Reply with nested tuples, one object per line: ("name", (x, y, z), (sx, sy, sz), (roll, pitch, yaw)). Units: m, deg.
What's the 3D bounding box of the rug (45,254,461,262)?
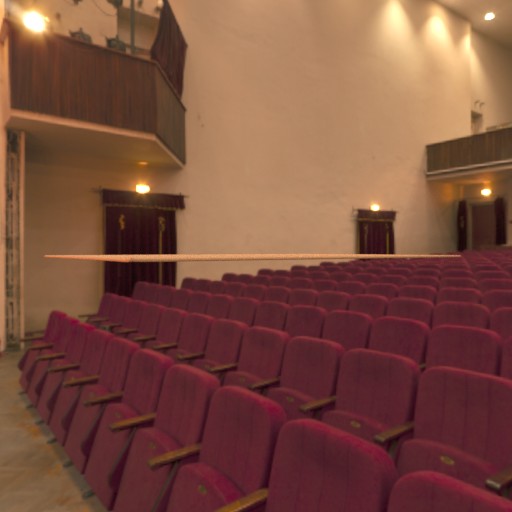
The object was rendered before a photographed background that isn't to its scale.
("rug", (0.000, 0.000, 2.880), (2.244, 0.017, 1.532), (0, 1, -36))
